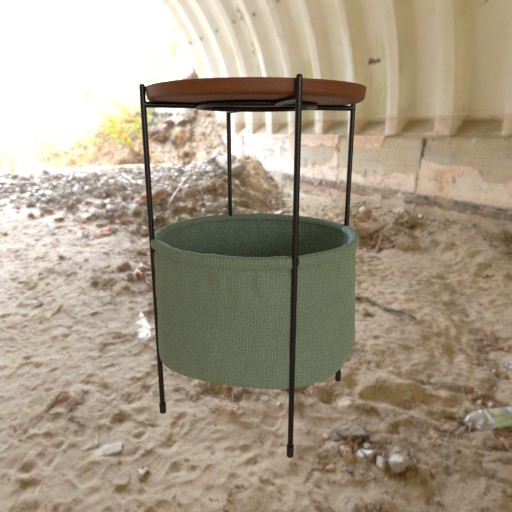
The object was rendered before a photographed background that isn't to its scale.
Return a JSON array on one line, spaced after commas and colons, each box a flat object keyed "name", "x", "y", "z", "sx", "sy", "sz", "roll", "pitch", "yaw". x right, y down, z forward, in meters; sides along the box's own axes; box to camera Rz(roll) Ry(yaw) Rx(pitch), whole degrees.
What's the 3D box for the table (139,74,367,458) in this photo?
[{"name": "table", "x": 0.000, "y": 0.000, "z": 0.874, "sx": 0.400, "sy": 0.623, "sz": 0.400, "roll": 8, "pitch": 17, "yaw": 26}]
